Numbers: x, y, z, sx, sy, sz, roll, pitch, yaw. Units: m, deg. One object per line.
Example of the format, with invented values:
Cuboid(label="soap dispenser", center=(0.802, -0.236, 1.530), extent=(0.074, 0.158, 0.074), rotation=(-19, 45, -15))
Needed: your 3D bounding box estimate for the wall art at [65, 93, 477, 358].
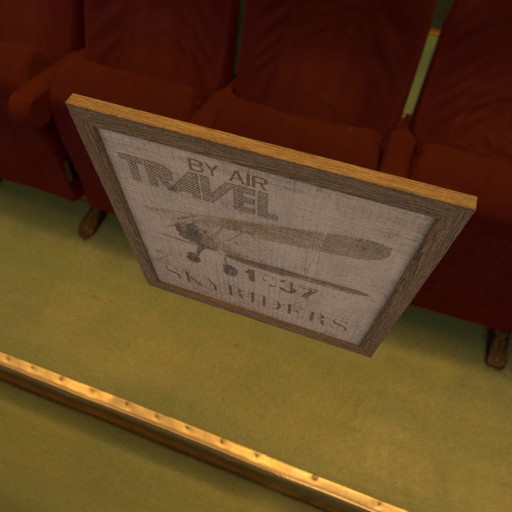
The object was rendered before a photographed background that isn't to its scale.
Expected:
Cuboid(label="wall art", center=(0.000, 0.000, 0.743), extent=(0.508, 0.508, 0.019), rotation=(17, 61, 10))
